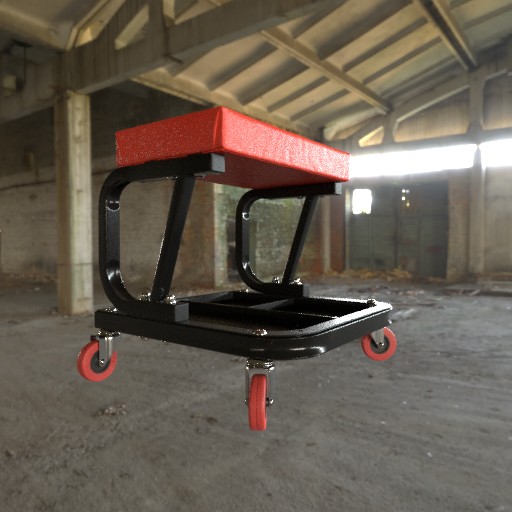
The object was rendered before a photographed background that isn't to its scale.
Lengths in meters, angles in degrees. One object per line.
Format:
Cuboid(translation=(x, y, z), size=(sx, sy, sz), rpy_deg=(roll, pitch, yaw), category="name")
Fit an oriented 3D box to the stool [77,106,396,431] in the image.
Cuboid(translation=(0.000, 0.000, 0.736), size=(0.371, 0.380, 0.446), rpy_deg=(1, 2, 37), category="stool")
